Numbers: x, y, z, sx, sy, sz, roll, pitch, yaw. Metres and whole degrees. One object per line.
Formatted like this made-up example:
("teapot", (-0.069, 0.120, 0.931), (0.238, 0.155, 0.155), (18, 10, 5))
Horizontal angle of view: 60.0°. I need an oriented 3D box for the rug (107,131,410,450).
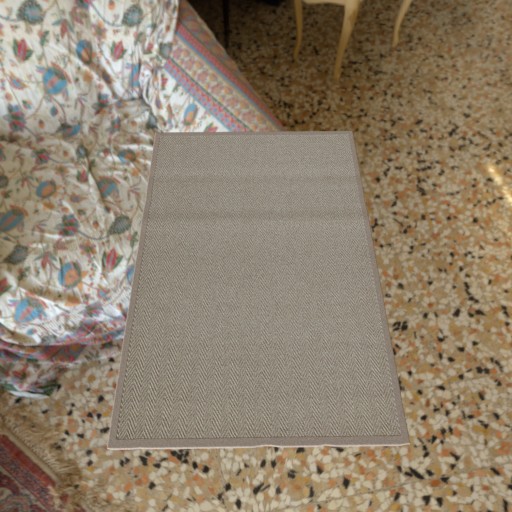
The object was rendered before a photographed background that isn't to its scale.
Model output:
("rug", (0.000, 0.000, 2.851), (1.540, 0.021, 2.290), (-1, 58, 0))
